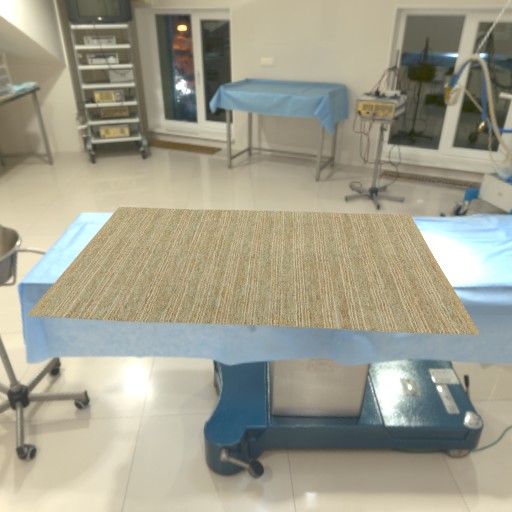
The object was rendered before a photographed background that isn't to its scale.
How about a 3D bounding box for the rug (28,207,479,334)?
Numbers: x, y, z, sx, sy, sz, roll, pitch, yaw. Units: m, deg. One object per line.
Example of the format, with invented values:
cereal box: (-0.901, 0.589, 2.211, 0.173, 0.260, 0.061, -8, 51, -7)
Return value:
rug: (0.000, 0.000, 3.049, 2.448, 0.012, 1.540, 2, 29, 3)
